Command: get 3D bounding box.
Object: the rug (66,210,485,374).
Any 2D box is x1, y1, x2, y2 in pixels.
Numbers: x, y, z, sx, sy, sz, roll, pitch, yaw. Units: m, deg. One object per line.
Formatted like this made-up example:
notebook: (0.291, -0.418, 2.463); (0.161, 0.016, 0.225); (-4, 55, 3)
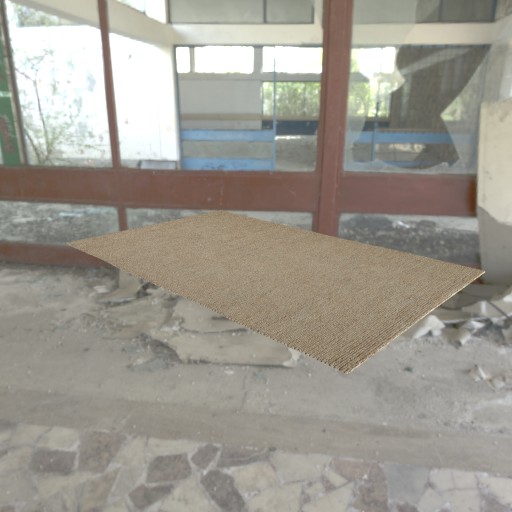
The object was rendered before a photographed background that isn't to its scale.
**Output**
rug: (0.000, 0.000, 3.000); (2.439, 0.011, 1.533); (17, 25, 41)
